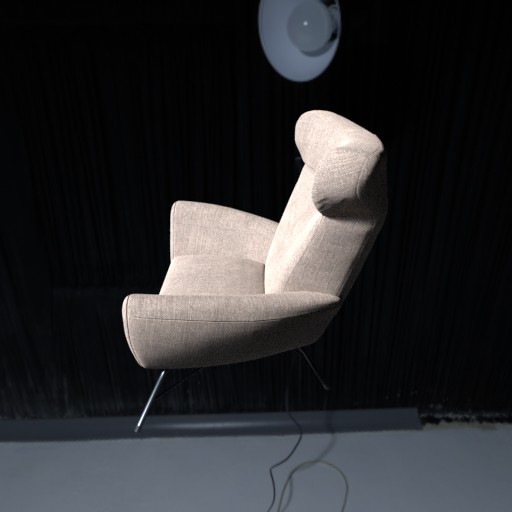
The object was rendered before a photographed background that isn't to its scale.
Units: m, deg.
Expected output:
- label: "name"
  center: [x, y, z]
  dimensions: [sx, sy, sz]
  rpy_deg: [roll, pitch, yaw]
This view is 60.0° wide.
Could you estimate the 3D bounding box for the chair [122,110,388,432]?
- label: "chair"
  center: [0.000, 0.000, 1.779]
  dimensions: [0.900, 1.040, 0.980]
  rpy_deg: [0, 26, 0]
